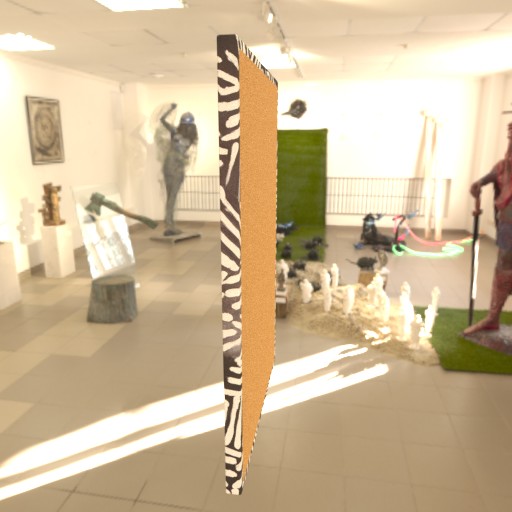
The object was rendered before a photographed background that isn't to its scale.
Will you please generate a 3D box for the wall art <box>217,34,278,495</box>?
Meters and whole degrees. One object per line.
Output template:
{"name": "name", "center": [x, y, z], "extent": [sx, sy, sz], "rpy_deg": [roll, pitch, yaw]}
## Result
{"name": "wall art", "center": [0.000, 0.000, 1.144], "extent": [0.035, 0.918, 0.615], "rpy_deg": [2, 15, 9]}
